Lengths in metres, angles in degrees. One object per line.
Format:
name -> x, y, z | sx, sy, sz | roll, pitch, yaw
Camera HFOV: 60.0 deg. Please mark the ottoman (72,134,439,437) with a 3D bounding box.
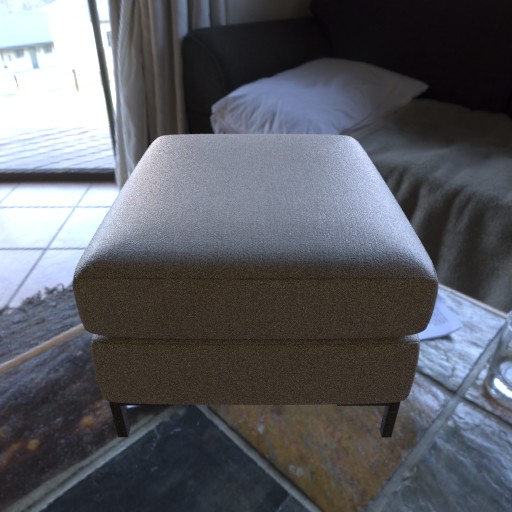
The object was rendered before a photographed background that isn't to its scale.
ottoman -> 0.000, 0.000, 1.195 | 0.671, 0.490, 0.820 | 0, 32, 0
